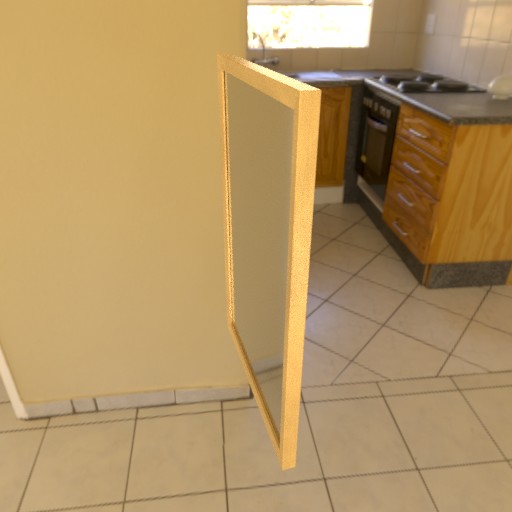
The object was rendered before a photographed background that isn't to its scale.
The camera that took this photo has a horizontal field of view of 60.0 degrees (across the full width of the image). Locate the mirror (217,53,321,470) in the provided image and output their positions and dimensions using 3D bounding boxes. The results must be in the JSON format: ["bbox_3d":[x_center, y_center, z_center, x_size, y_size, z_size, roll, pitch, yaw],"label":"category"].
[{"bbox_3d":[0.000,0.000,1.159,0.040,0.915,0.609,-8,31,-14],"label":"mirror"}]
